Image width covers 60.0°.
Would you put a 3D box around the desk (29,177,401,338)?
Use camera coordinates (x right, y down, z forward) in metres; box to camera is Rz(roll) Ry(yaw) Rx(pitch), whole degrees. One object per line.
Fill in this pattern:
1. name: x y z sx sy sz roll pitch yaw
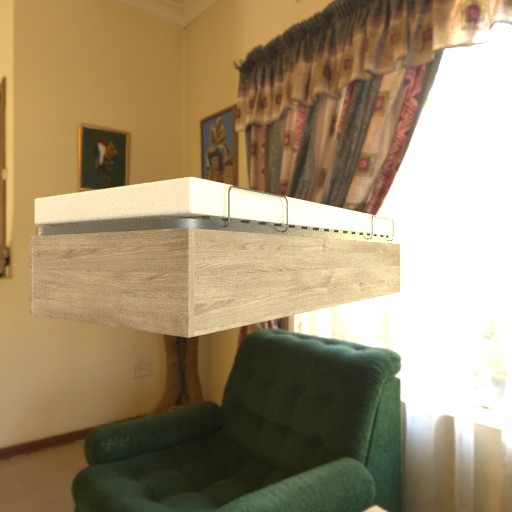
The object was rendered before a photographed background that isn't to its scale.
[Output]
1. desk: 0.000 0.000 2.250 0.900 0.455 1.900 0 0 35
